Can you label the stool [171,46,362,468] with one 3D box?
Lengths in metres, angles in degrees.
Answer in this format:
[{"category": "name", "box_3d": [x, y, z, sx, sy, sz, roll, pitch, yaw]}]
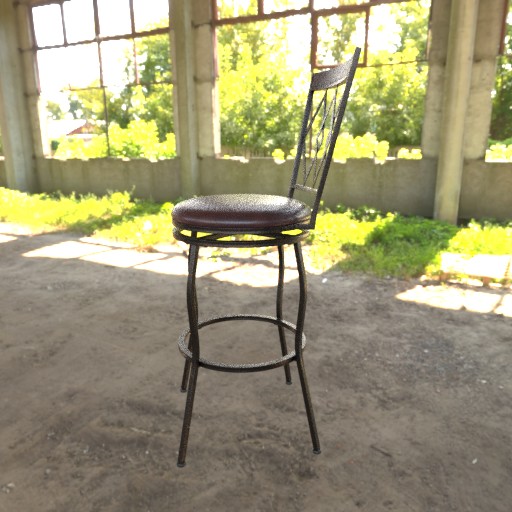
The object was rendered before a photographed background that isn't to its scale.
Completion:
[{"category": "stool", "box_3d": [0.000, 0.000, 1.380, 0.521, 1.134, 0.432, -2, 14, -8]}]
